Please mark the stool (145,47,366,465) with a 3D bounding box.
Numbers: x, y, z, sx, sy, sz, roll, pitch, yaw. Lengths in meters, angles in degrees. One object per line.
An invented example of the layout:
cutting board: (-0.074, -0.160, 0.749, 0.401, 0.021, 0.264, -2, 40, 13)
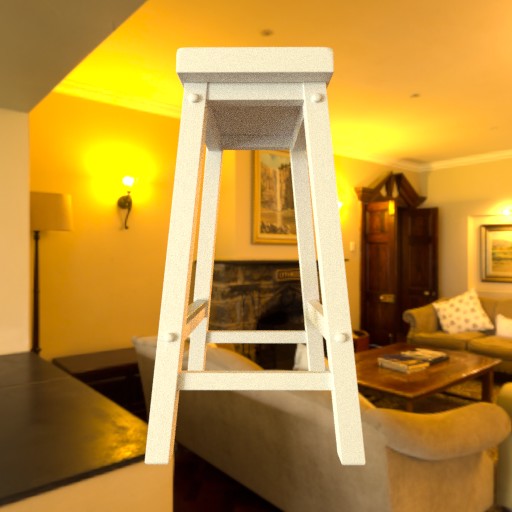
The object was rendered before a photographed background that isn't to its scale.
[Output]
stool: (0.000, 0.000, 0.848, 0.322, 0.610, 0.406, 0, 0, 0)
